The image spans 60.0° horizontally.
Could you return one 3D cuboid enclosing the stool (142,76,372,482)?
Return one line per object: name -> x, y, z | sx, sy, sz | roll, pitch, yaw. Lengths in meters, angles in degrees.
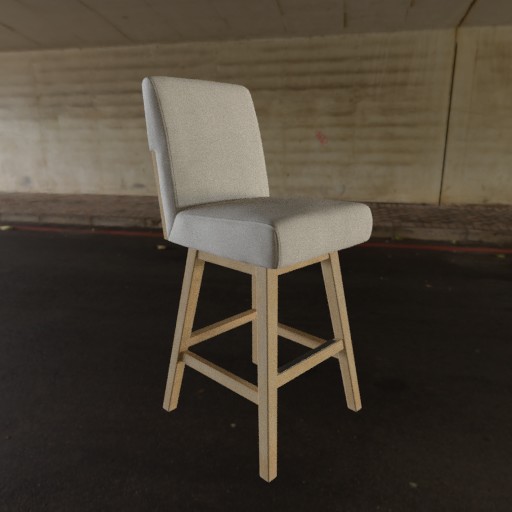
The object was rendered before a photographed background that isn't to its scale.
stool -> 0.000, 0.000, 1.317 | 0.543, 1.015, 0.446 | 14, 21, 42
